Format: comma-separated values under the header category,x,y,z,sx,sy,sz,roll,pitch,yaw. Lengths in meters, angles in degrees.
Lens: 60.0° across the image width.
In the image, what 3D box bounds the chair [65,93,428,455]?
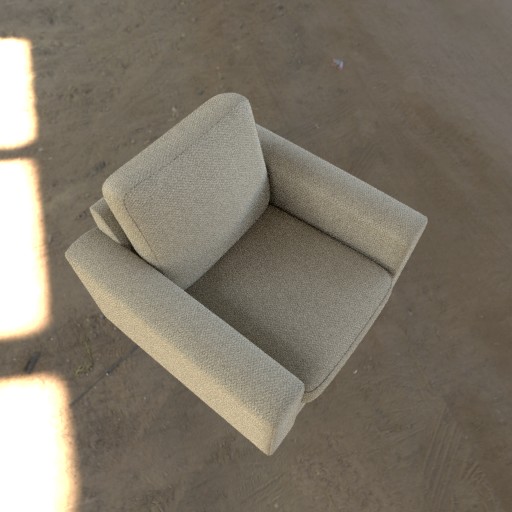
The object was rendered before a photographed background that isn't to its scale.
category,x,y,z,sx,sy,sz,roll,pitch,yaw
chair,0.000,0.000,1.766,1.016,0.873,1.005,34,63,20
